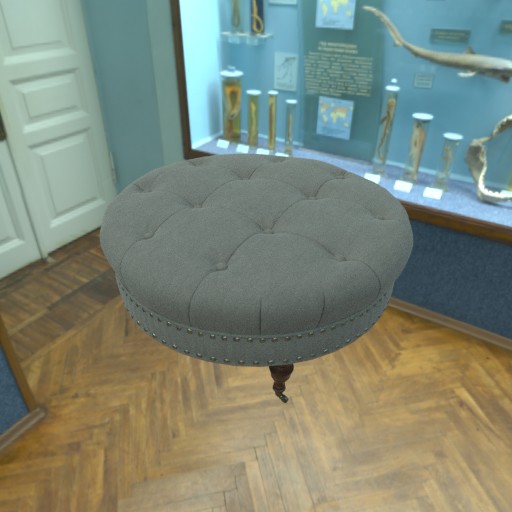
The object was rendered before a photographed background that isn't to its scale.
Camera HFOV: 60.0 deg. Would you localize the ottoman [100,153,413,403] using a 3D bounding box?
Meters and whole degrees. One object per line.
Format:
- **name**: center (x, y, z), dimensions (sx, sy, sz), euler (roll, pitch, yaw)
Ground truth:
- **ottoman**: center (0.000, 0.000, 1.403), dimensions (0.901, 0.439, 0.901), euler (0, 33, 0)
